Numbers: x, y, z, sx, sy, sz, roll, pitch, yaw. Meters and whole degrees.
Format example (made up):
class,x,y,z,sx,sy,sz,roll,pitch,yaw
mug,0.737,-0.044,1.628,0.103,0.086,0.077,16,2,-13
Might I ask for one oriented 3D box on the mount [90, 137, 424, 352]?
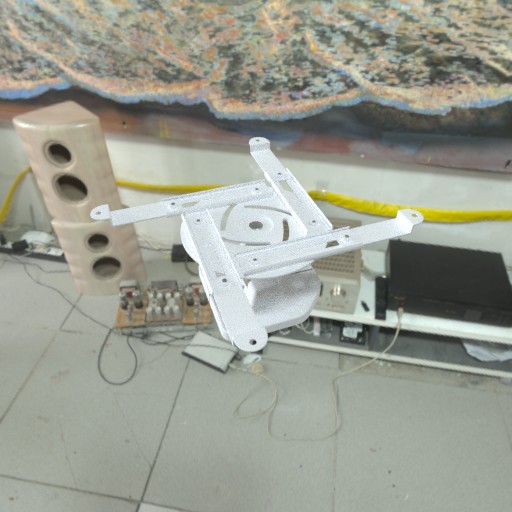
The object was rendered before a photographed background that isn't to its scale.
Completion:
class,x,y,z,sx,sy,sz,roll,pitch,yaw
mount,0.000,0.000,0.606,0.394,0.141,0.394,-13,43,-14
